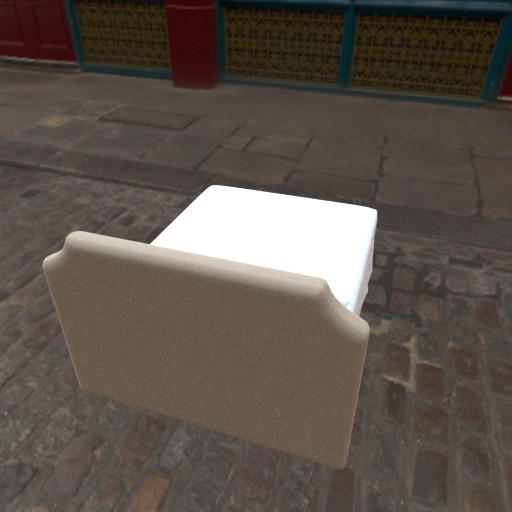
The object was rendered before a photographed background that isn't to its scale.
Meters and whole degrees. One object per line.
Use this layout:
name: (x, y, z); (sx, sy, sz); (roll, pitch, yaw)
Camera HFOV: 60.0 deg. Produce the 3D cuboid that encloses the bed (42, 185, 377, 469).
bed: (0.000, 0.000, 3.333); (1.828, 1.301, 2.204); (11, 35, 16)
